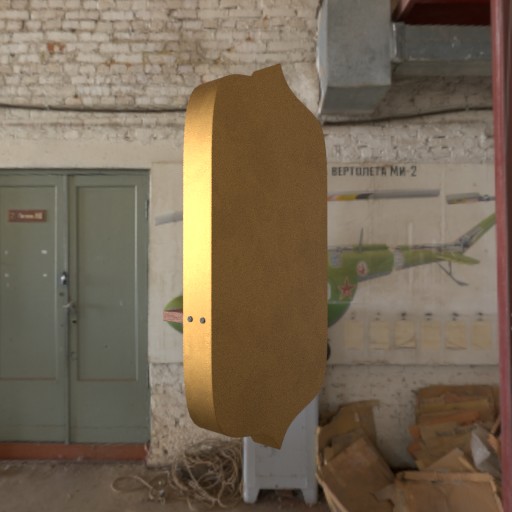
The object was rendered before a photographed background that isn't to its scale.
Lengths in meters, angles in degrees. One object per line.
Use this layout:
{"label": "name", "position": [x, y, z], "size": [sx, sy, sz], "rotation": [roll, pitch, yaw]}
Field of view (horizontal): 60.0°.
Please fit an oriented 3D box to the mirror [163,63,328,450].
{"label": "mirror", "position": [0.000, 0.000, 0.731], "size": [0.096, 0.613, 0.323], "rotation": [0, -1, 37]}
